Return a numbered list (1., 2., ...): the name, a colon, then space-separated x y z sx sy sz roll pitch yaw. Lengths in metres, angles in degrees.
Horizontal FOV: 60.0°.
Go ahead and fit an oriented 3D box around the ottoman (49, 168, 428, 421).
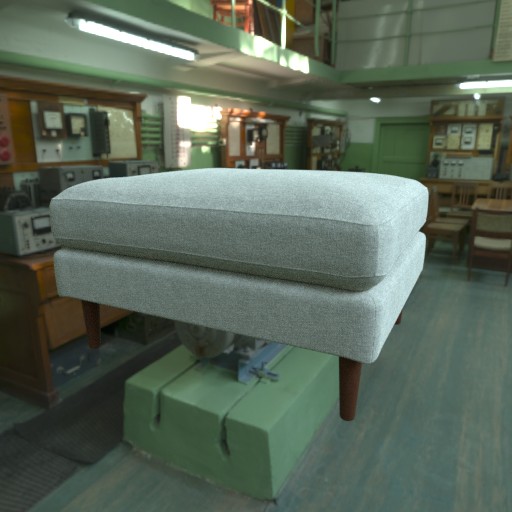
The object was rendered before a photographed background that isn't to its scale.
1. ottoman: 0.000 0.000 1.240 0.821 0.474 0.693 7 16 26
